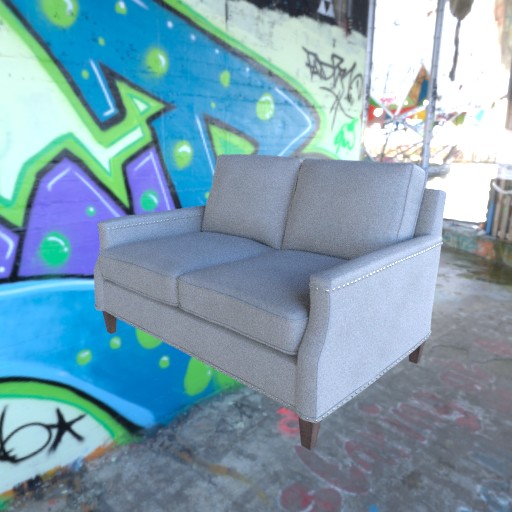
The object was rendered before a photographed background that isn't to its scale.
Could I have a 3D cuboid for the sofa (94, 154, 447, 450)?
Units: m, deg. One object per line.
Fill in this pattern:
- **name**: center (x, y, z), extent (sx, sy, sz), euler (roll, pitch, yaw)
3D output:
- **sofa**: center (0.000, 0.000, 2.323), extent (1.597, 1.003, 1.084), euler (14, 20, 42)
